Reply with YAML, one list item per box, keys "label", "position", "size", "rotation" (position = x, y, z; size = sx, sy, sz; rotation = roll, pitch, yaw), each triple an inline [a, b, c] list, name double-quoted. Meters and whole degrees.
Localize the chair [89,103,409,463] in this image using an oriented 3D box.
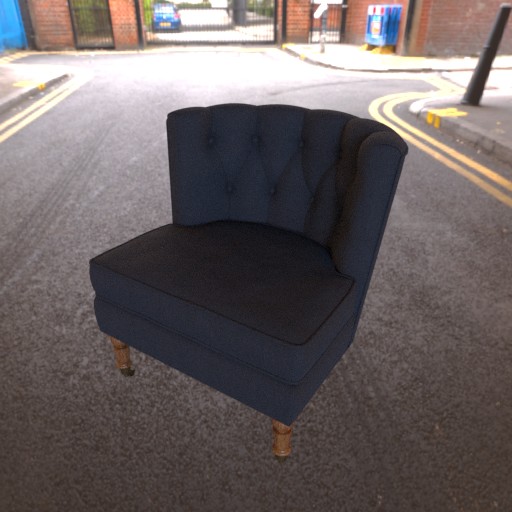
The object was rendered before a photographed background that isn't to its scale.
- label: "chair"
  position: [0.000, 0.000, 1.334]
  size: [0.740, 0.771, 0.718]
  rotation: [17, 34, 28]
